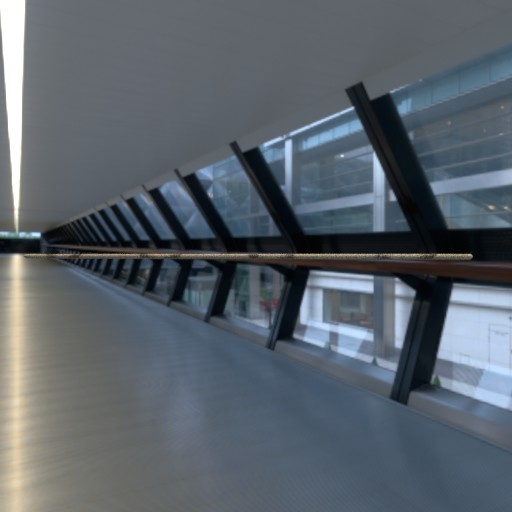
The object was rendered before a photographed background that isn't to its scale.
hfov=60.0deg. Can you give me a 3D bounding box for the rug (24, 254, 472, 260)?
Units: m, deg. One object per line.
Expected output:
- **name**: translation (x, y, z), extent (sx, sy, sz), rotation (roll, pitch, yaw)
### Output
- **rug**: translation (0.000, 0.000, 2.919), extent (2.348, 0.024, 1.501), rotation (0, 0, 16)
